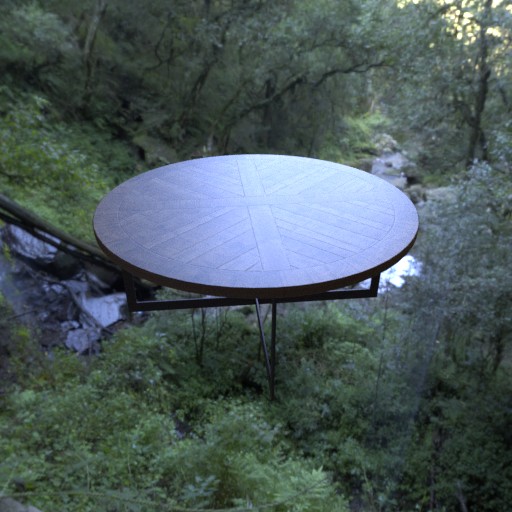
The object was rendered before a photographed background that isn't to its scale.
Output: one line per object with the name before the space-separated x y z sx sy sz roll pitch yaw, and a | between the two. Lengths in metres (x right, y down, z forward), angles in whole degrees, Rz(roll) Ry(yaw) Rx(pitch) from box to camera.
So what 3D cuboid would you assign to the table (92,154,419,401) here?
table | 0.000 0.000 1.926 1.264 0.516 1.264 0 30 0
